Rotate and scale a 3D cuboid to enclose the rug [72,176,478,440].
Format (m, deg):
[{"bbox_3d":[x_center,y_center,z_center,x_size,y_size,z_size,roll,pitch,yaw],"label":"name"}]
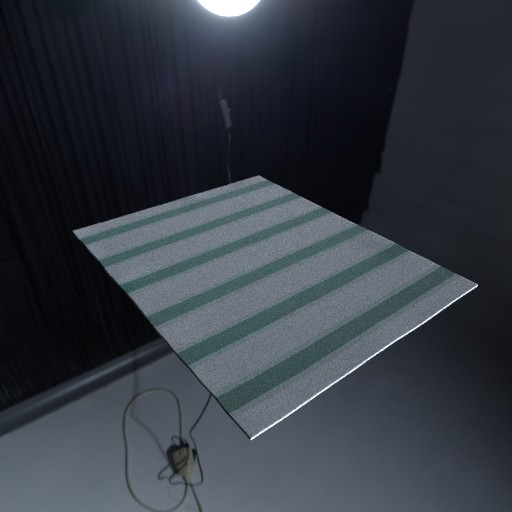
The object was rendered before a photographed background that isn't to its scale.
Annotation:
[{"bbox_3d":[0.000,0.000,4.153,2.434,0.019,3.041,-23,39,-31],"label":"rug"}]
